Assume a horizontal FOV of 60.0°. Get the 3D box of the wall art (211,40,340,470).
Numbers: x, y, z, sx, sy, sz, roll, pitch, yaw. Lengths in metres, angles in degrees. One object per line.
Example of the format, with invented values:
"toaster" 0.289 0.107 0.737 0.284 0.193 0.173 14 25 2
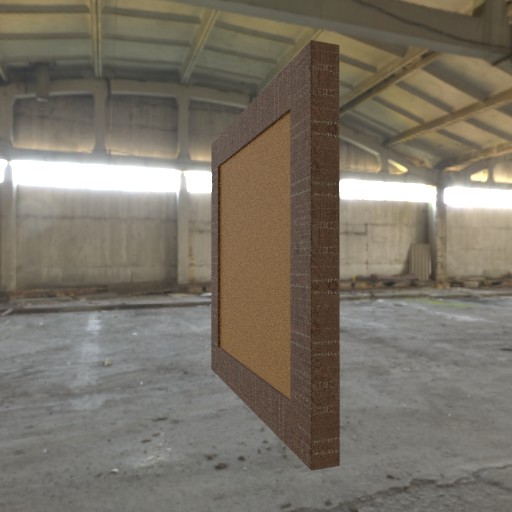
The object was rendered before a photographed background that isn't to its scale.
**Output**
"wall art" 0.000 0.000 0.803 0.040 0.531 0.531 0 0 -19
